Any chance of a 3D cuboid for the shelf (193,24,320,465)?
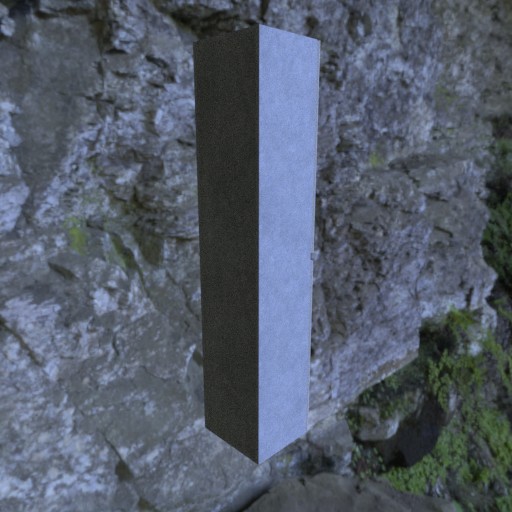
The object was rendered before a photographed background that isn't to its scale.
[{"bbox_3d":[0.000,0.000,1.571,0.270,1.400,0.300,-13,19,-43],"label":"shelf"}]
